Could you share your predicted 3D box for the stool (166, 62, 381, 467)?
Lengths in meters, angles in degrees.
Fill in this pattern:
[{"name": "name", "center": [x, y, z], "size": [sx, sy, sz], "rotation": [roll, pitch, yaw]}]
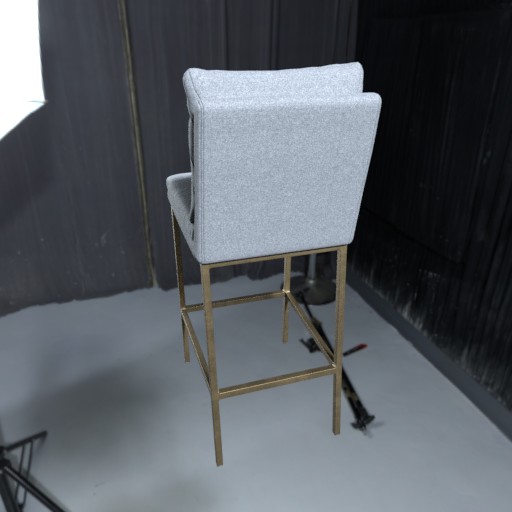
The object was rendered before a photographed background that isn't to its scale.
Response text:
[{"name": "stool", "center": [0.000, 0.000, 1.399], "size": [0.463, 1.130, 0.569], "rotation": [-8, 27, -16]}]
